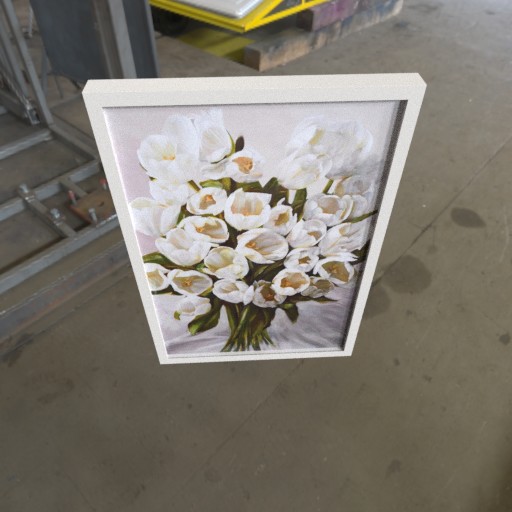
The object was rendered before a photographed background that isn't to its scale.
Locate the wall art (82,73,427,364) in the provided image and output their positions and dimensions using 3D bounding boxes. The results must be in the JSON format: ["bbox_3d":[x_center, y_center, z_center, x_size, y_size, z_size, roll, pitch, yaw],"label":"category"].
[{"bbox_3d":[0.000,0.000,0.824,0.450,0.657,0.038,-2,45,-2],"label":"wall art"}]
